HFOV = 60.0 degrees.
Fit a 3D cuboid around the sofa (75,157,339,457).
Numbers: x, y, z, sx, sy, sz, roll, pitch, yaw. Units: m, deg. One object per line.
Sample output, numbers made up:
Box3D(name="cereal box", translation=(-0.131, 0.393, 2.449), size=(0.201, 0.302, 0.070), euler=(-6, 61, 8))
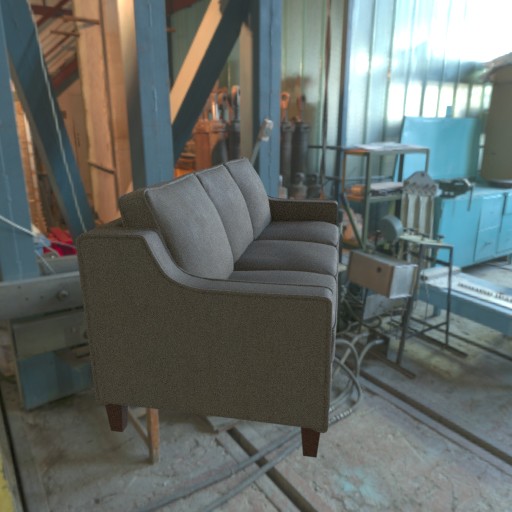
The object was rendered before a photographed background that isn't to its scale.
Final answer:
Box3D(name="sofa", translation=(0.000, 0.000, 2.482), size=(0.911, 0.974, 1.986), euler=(3, 17, 10))
